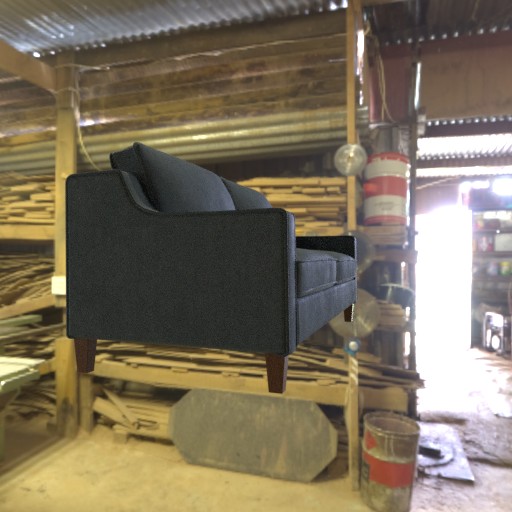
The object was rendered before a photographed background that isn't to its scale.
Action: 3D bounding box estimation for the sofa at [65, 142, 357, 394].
[{"bbox_3d":[0.000,0.000,2.844,1.066,1.071,2.178,0,0,19],"label":"sofa"}]
